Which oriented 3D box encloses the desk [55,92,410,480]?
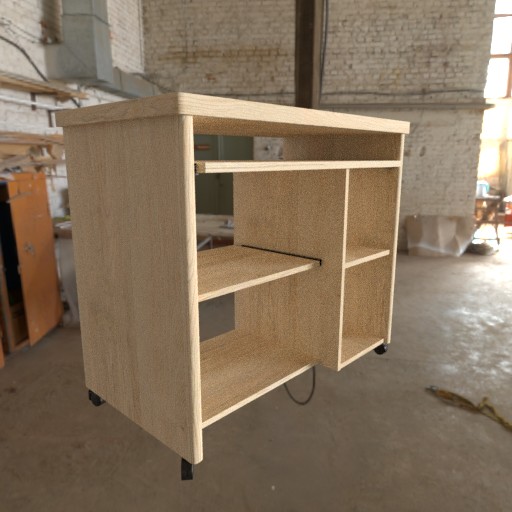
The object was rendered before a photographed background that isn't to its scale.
[{"bbox_3d":[0.000,0.000,1.287,0.480,0.770,0.885,12,17,42],"label":"desk"}]
